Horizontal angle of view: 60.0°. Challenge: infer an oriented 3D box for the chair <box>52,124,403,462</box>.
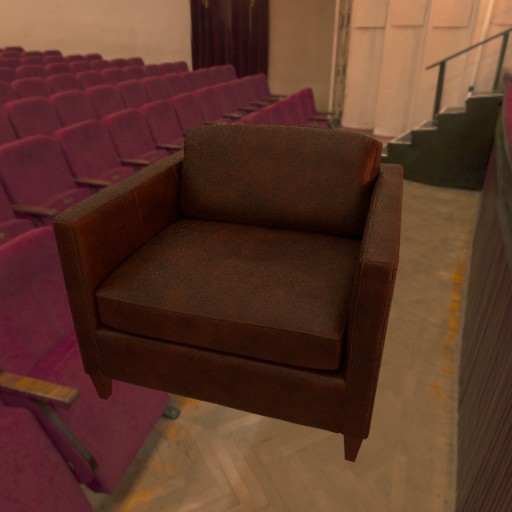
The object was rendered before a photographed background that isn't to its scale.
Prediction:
[{"bbox_3d":[0.000,0.000,1.678,0.990,0.864,0.975,8,27,15],"label":"chair"}]
